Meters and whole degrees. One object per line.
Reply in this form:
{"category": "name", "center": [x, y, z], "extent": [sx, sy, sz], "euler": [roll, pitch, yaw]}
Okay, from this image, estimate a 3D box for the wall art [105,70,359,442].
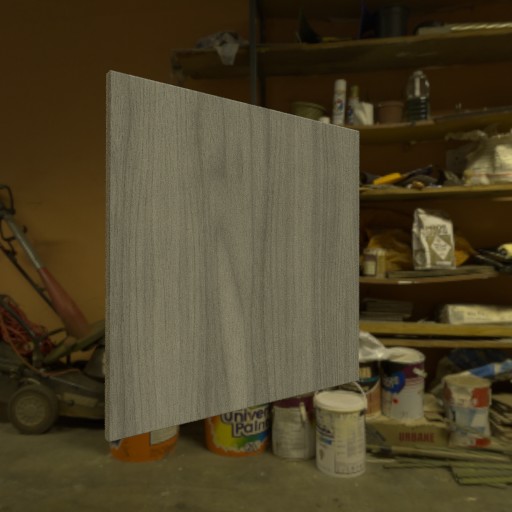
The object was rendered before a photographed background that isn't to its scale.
{"category": "wall art", "center": [0.000, 0.000, 0.759], "extent": [0.508, 0.507, 0.016], "euler": [0, 0, -36]}
